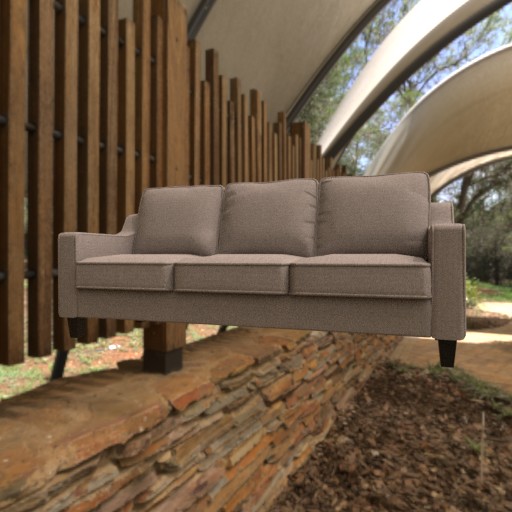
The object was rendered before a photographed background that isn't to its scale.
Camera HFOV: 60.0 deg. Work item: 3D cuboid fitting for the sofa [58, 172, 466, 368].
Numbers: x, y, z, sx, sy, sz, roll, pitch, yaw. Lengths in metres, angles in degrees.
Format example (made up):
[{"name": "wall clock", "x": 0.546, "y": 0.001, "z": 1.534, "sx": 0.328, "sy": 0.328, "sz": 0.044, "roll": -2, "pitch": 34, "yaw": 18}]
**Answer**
[{"name": "sofa", "x": 0.000, "y": 0.000, "z": 2.560, "sx": 2.129, "sy": 0.950, "sz": 0.899, "roll": 0, "pitch": 0, "yaw": 20}]
